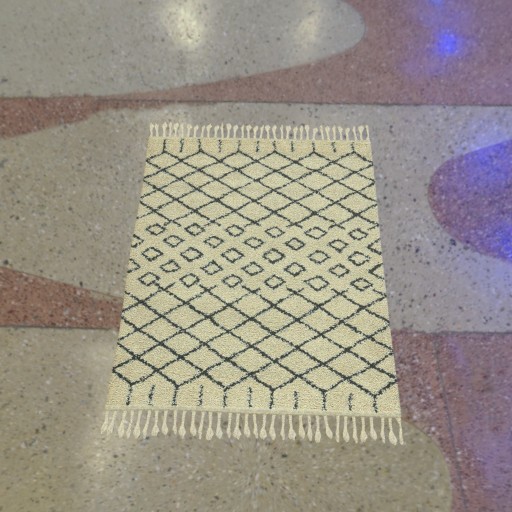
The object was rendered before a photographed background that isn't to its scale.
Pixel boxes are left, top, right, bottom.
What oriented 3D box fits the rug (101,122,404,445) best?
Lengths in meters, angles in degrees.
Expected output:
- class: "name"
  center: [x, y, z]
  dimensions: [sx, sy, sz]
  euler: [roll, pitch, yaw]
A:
- class: "rug"
  center: [0.000, 0.000, 4.153]
  dimensions: [2.388, 0.030, 3.213]
  euler: [1, 64, 1]
